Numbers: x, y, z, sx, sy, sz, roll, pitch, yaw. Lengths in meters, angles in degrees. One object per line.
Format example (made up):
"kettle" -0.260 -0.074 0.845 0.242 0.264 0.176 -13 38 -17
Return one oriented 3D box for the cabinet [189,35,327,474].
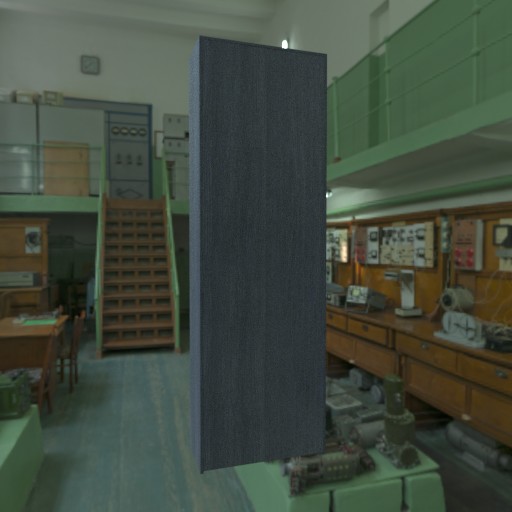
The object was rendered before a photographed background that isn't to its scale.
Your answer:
"cabinet" 0.000 0.000 1.846 0.520 1.630 0.255 0 1 -18
